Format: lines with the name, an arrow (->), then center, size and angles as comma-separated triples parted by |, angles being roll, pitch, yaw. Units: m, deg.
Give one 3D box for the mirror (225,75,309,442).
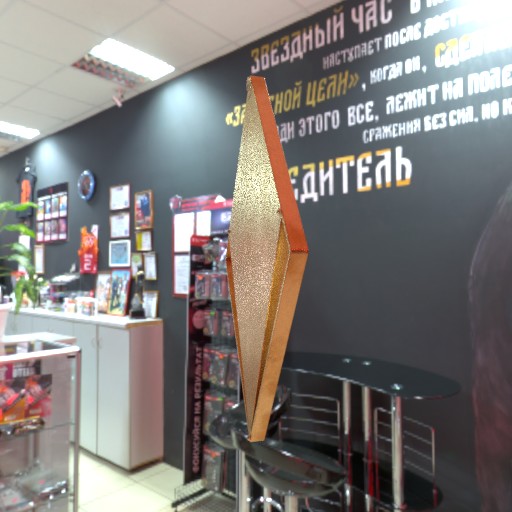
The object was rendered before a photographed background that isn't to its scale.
mirror -> 0.000, 0.000, 0.824 | 0.032, 0.679, 0.419 | 1, -2, -17
